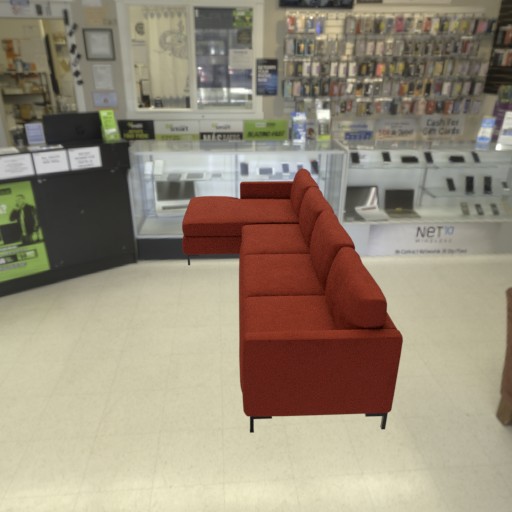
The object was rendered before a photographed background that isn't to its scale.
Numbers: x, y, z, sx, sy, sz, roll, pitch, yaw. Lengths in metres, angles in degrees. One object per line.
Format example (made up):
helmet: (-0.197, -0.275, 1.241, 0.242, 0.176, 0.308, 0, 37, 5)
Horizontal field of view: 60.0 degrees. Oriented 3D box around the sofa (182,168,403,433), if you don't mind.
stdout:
sofa: (0.000, 0.000, 2.969, 1.136, 0.663, 2.467, -1, 25, -2)
